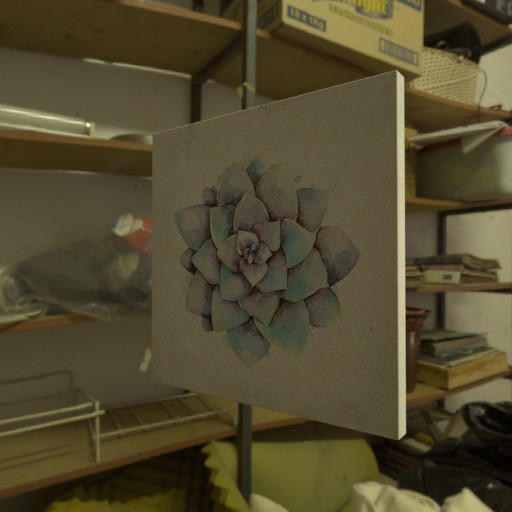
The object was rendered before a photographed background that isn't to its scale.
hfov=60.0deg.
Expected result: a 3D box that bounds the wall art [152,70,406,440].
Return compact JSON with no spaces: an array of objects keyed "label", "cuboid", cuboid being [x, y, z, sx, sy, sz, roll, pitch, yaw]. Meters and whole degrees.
[{"label":"wall art","cuboid":[0.000,0.000,0.928,0.612,0.612,0.040,-1,-1,37]}]
